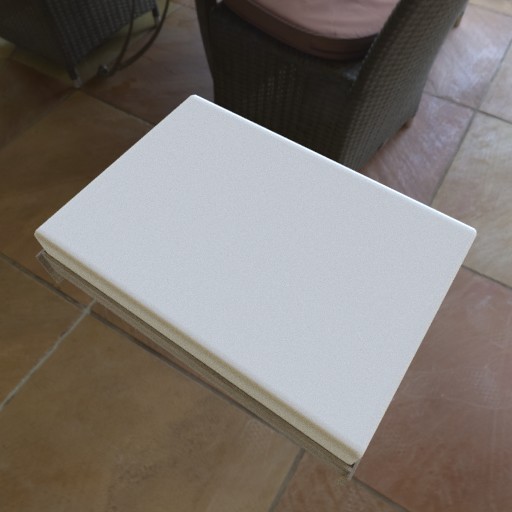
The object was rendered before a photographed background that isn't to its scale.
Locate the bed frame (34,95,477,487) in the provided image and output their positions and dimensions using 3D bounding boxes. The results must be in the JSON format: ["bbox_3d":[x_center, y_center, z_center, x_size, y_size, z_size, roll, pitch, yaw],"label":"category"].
[{"bbox_3d":[0.000,0.000,2.511,1.945,0.497,1.445,30,63,17],"label":"bed frame"}]
